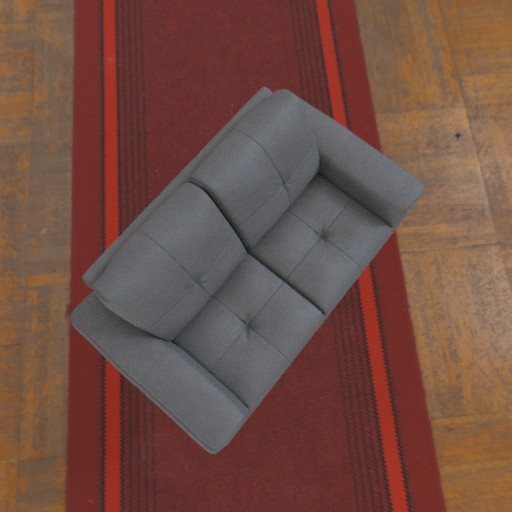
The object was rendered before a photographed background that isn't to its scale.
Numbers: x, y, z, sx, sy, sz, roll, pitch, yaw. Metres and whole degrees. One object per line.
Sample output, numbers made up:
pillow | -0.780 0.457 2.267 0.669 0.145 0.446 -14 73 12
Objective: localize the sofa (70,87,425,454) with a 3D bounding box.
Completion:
sofa | 0.000 0.000 2.401 1.018 0.907 1.806 38 78 10
